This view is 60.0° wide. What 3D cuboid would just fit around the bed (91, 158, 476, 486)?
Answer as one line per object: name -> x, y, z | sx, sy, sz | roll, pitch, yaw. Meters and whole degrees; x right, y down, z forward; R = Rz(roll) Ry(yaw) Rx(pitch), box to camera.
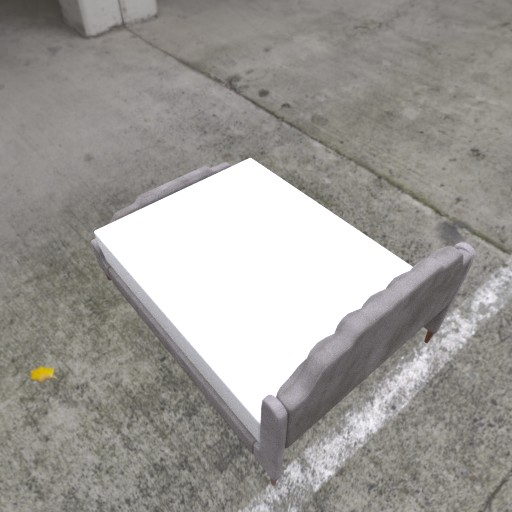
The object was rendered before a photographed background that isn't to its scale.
bed -> 0.000, 0.000, 3.302 | 1.676, 1.245, 2.340 | -31, 53, -27
